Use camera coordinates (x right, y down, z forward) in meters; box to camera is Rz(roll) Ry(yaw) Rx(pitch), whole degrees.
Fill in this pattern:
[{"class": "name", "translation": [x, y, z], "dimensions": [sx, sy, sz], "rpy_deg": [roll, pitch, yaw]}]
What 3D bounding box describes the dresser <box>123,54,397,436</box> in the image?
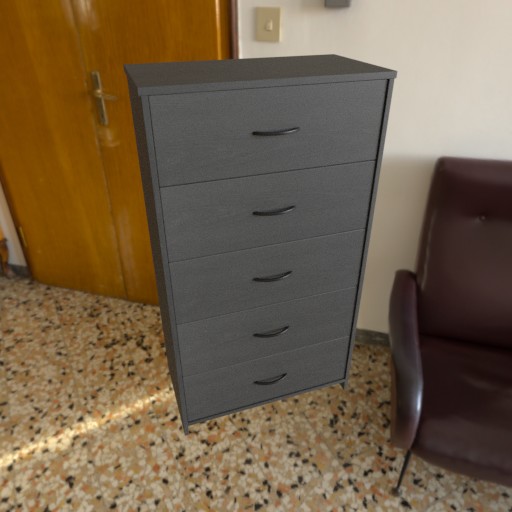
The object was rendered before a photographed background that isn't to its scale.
[{"class": "dresser", "translation": [0.000, 0.000, 1.590], "dimensions": [0.704, 1.255, 0.399], "rpy_deg": [-10, 33, -16]}]
